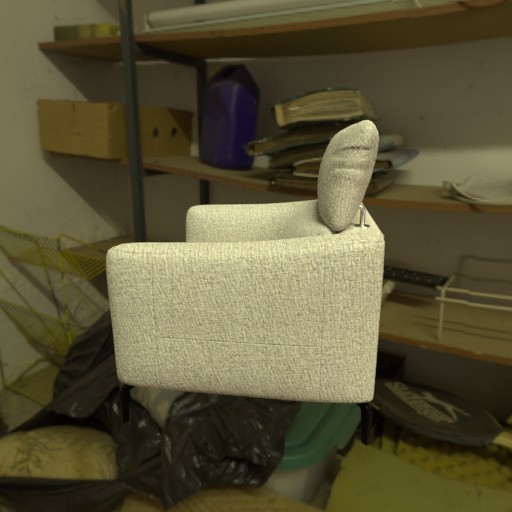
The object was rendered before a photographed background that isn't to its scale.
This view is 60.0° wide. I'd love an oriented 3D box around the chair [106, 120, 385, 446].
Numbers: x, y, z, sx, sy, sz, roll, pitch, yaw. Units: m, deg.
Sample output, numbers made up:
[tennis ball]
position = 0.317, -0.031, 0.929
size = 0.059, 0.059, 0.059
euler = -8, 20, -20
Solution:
[chair]
position = 0.000, 0.000, 1.699
size = 0.835, 0.967, 0.972
euler = 2, 15, 8
